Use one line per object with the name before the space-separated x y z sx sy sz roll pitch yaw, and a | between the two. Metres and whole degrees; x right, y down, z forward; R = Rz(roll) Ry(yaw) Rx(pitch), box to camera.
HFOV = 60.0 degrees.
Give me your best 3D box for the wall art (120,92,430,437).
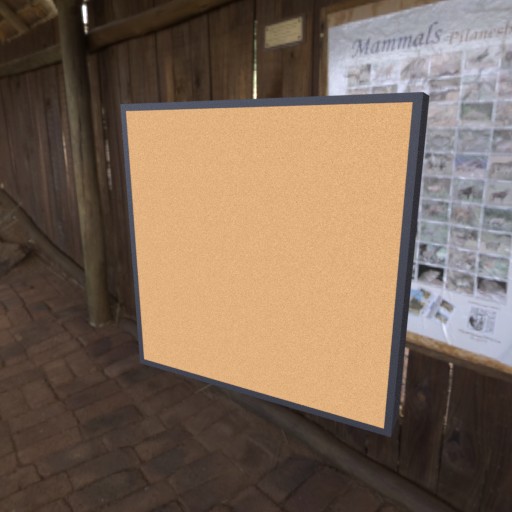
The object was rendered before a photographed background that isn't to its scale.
wall art | 0.000 0.000 0.458 0.304 0.304 0.038 8 17 26
